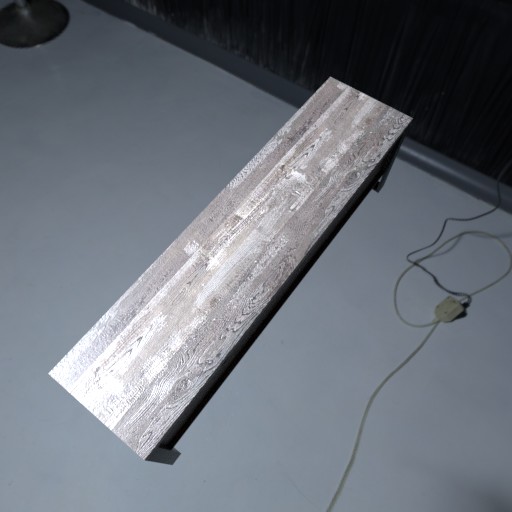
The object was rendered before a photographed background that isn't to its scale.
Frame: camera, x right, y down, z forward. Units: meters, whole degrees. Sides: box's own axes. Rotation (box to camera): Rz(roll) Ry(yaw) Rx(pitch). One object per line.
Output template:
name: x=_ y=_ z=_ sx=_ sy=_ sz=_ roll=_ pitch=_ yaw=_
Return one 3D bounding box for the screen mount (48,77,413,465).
screen mount: x=0.000 y=0.000 z=1.719 sx=0.395 sy=0.450 sz=1.524 roll=34 pitch=68 yaw=16
